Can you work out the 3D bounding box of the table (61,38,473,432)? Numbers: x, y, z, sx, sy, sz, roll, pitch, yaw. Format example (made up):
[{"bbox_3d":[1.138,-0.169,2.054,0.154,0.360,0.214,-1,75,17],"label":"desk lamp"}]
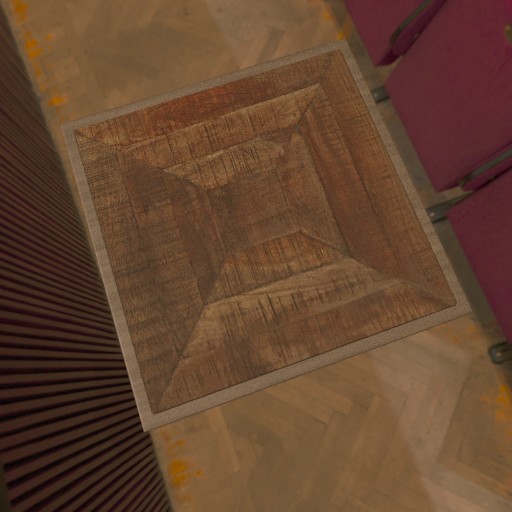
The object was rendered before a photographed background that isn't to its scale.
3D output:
[{"bbox_3d":[0.000,0.000,0.855,0.450,0.500,0.449,-19,77,-5],"label":"table"}]
